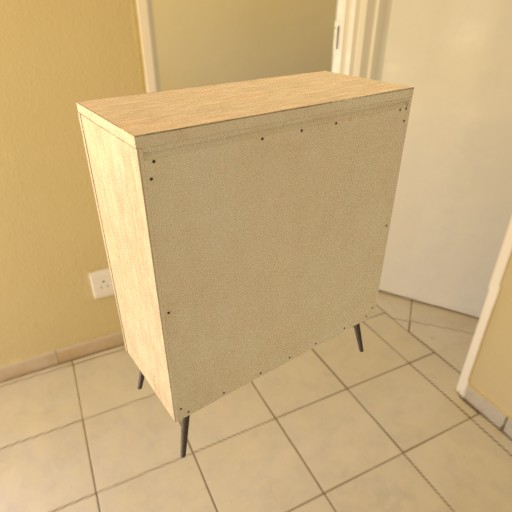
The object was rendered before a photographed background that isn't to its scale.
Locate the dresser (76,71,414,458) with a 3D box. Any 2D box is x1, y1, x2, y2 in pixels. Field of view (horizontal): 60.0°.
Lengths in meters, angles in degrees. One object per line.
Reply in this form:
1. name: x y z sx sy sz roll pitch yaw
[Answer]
1. dresser: 0.000 0.000 1.743 1.016 1.219 0.457 -20 37 -30
